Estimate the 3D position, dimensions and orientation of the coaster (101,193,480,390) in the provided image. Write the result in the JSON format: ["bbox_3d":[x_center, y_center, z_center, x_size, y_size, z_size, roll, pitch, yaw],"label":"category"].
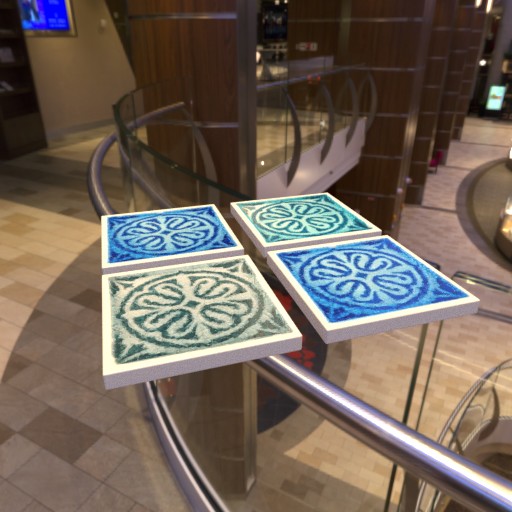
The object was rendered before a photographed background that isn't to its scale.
[{"bbox_3d":[0.000,0.000,0.332,0.219,0.010,0.214,-8,28,-16],"label":"coaster"}]
